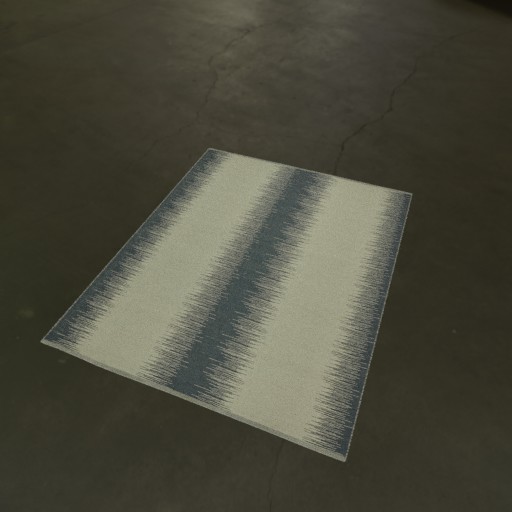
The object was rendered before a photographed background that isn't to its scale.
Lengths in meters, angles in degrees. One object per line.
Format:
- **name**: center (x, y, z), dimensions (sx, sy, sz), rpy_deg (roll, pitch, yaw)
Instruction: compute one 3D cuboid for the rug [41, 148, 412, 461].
- **rug**: center (0.000, 0.000, 4.150), dimensions (2.453, 0.004, 3.037), rpy_deg (16, 48, 15)
